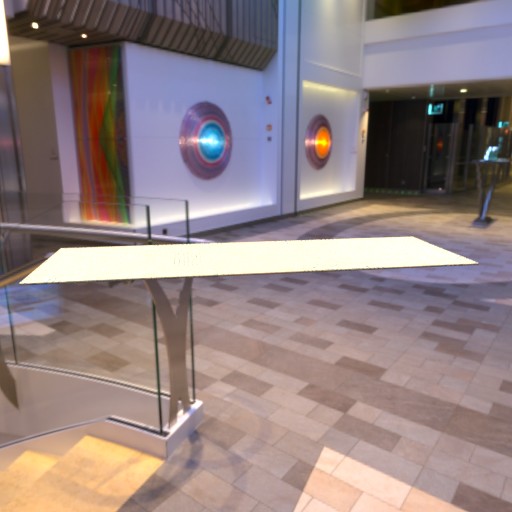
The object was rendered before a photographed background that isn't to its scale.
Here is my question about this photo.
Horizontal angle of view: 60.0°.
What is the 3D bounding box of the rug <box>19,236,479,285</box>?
[{"bbox_3d":[0.000,0.000,2.702,2.452,0.012,0.775,-2,14,-9],"label":"rug"}]
